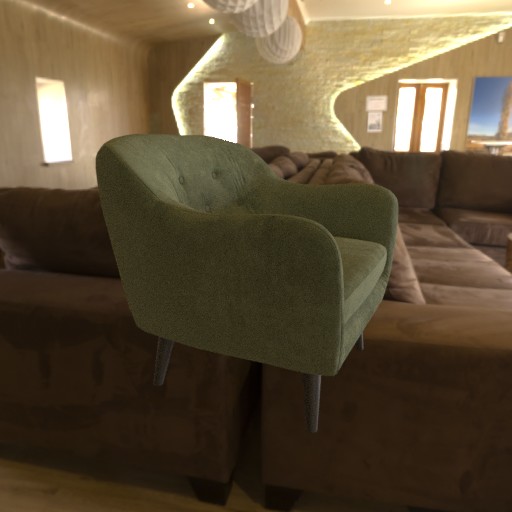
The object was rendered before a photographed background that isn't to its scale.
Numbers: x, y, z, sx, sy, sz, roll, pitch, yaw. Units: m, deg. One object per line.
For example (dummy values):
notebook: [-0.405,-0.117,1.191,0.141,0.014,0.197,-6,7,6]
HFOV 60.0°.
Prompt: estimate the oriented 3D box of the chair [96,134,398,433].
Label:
chair: [0.000,0.000,1.512,0.819,0.804,0.840,7,17,25]
